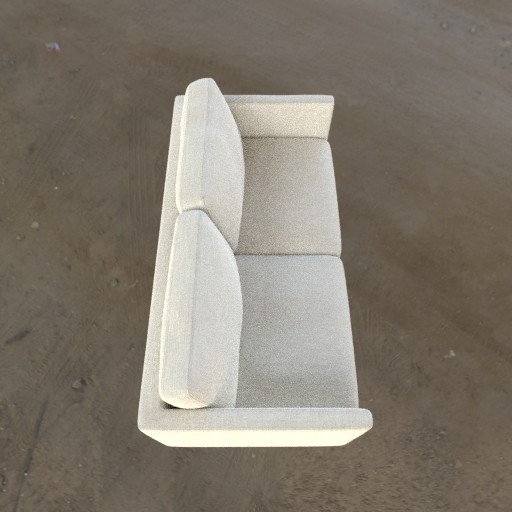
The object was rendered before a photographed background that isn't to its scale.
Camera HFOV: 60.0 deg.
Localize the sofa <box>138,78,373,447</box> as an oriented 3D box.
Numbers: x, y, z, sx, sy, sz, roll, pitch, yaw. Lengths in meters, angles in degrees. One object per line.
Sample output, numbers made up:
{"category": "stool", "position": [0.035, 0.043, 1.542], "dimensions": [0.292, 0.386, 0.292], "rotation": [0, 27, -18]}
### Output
{"category": "sofa", "position": [0.000, 0.000, 2.381], "dimensions": [0.950, 0.963, 1.838], "rotation": [0, 62, 0]}
